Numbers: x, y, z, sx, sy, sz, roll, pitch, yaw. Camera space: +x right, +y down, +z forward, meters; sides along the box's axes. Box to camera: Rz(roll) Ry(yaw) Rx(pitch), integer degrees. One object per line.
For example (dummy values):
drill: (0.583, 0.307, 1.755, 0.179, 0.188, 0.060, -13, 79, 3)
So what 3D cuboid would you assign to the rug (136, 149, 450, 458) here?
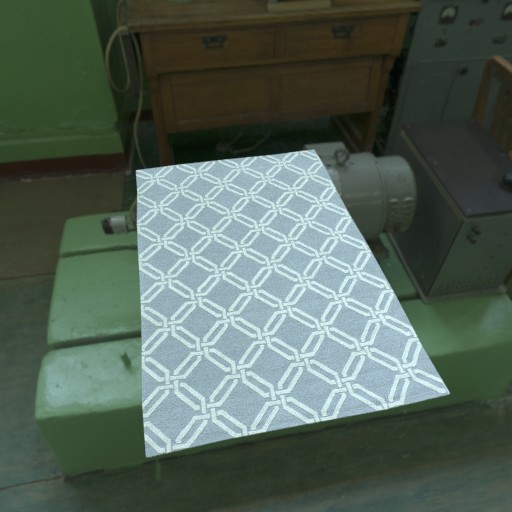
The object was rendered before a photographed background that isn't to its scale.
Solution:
rug: (0.000, 0.000, 2.193, 1.148, 0.010, 1.754, -9, 46, -8)
